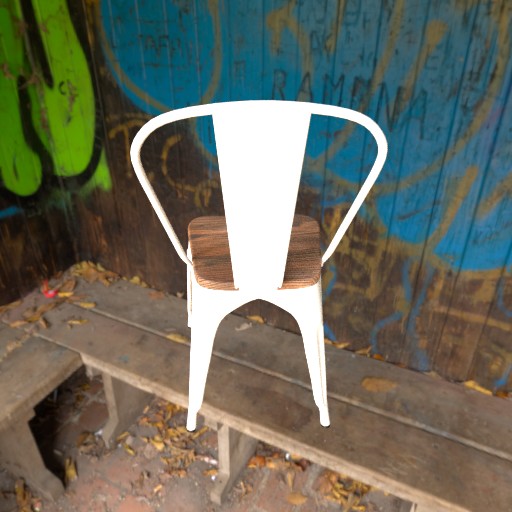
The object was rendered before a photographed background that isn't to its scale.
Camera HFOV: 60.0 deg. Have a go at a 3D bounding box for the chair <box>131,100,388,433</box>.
[{"bbox_3d":[0.000,0.000,1.114,0.452,0.851,0.521,-1,30,-2],"label":"chair"}]
